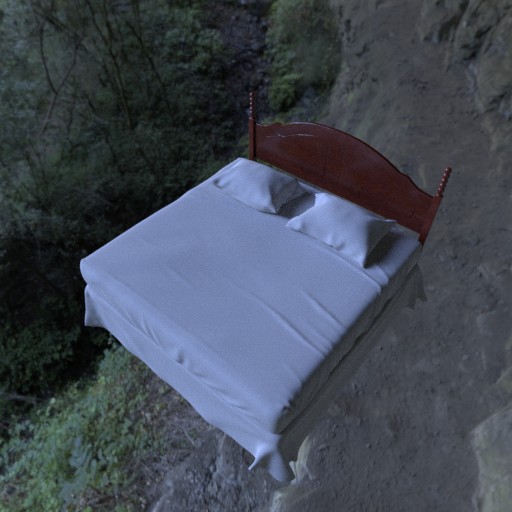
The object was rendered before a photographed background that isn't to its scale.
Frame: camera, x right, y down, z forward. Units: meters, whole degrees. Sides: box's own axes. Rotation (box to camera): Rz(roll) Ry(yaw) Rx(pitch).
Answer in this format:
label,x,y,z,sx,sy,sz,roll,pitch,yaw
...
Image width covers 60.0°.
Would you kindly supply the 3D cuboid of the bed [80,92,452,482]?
label,x,y,z,sx,sy,sz,roll,pitch,yaw
bed,0.000,0.000,3.525,2.322,1.355,2.219,31,53,27
